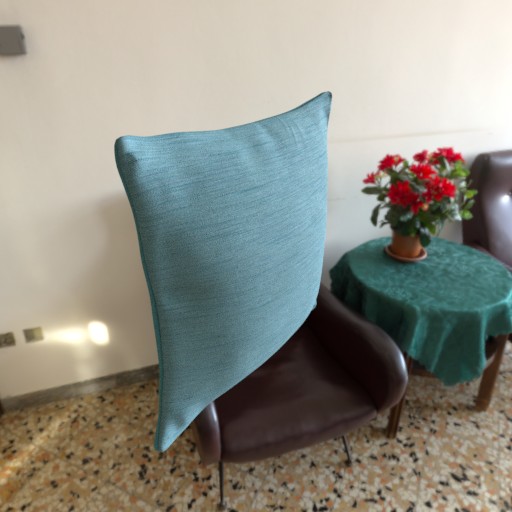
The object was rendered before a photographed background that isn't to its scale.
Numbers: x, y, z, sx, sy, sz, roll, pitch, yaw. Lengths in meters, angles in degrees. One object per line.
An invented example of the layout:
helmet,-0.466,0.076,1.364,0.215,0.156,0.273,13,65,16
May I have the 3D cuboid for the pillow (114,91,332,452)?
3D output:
pillow,0.000,0.000,0.647,0.151,0.415,0.433,18,32,31
